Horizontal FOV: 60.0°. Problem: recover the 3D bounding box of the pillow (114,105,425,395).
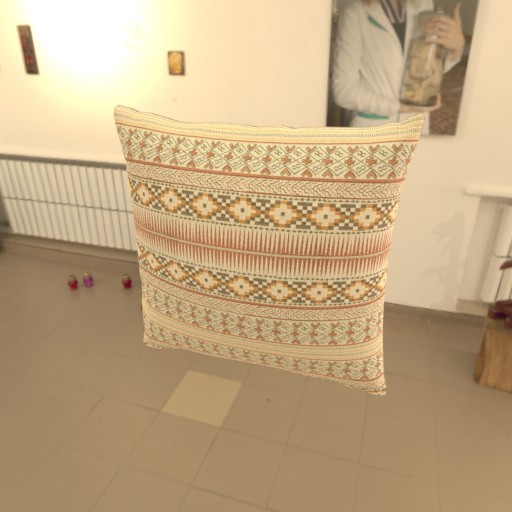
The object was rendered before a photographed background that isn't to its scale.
[{"bbox_3d":[0.000,0.000,0.808,0.521,0.519,0.215,8,27,16],"label":"pillow"}]
